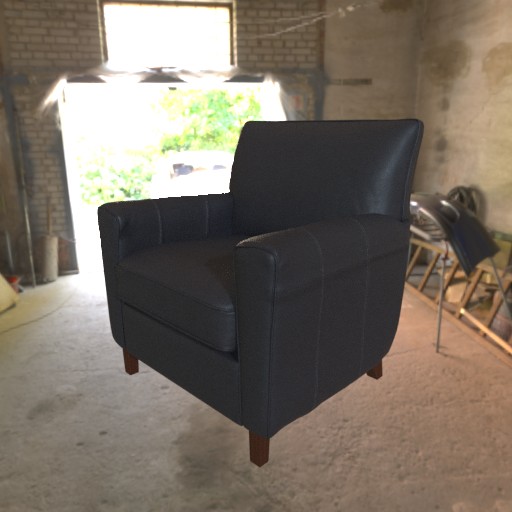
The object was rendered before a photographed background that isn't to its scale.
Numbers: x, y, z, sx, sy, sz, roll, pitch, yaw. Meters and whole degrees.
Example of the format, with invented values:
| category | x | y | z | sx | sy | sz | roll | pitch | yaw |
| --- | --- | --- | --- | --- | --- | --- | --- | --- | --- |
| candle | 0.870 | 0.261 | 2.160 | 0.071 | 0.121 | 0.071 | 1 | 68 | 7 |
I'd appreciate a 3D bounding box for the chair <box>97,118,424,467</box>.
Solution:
| category | x | y | z | sx | sy | sz | roll | pitch | yaw |
| --- | --- | --- | --- | --- | --- | --- | --- | --- | --- |
| chair | 0.000 | 0.000 | 1.592 | 0.870 | 0.943 | 0.825 | 15 | 22 | 42 |
